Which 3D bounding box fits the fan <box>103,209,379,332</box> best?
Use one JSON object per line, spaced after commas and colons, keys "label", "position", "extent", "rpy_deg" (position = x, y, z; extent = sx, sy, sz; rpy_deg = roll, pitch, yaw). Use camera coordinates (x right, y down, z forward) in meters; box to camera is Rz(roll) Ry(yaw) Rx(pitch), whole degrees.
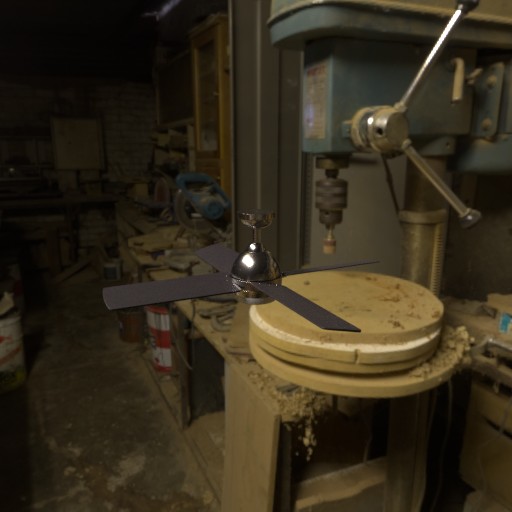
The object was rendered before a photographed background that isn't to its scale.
{"label": "fan", "position": [0.000, 0.000, 2.001], "extent": [1.332, 0.403, 1.332], "rpy_deg": [-7, 16, -25]}
